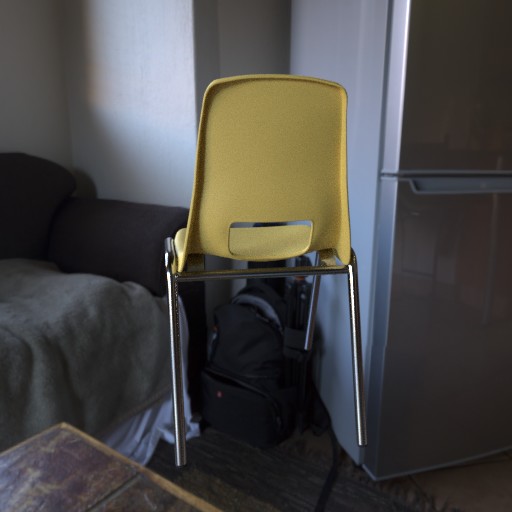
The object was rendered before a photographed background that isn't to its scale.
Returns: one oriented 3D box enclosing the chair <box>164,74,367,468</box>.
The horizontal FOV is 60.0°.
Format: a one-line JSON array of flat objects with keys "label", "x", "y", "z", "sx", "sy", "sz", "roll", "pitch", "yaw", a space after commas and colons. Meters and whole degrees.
[{"label": "chair", "x": 0.000, "y": 0.000, "z": 0.931, "sx": 0.381, "sy": 0.653, "sz": 0.436, "roll": -2, "pitch": 14, "yaw": -9}]
